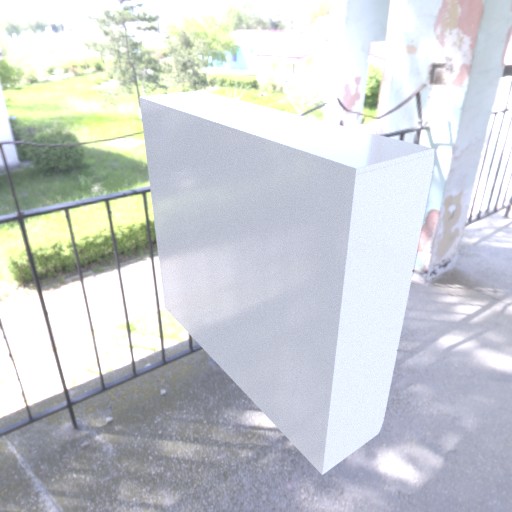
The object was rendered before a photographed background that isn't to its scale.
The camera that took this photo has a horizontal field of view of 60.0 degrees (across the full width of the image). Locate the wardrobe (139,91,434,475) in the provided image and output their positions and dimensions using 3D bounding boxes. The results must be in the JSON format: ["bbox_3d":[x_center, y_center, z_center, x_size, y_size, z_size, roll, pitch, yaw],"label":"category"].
[{"bbox_3d":[0.000,0.000,1.954,0.360,1.200,1.340,-19,34,-31],"label":"wardrobe"}]
